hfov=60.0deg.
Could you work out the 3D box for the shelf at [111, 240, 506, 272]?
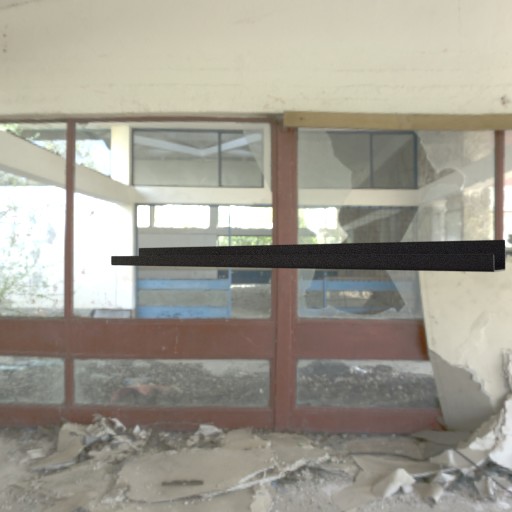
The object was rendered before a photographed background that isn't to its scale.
[{"bbox_3d":[0.000,0.000,0.945,0.924,0.049,0.092,0,0,38],"label":"shelf"}]
